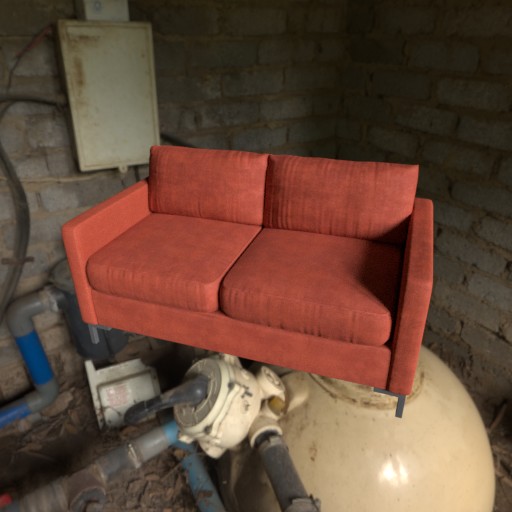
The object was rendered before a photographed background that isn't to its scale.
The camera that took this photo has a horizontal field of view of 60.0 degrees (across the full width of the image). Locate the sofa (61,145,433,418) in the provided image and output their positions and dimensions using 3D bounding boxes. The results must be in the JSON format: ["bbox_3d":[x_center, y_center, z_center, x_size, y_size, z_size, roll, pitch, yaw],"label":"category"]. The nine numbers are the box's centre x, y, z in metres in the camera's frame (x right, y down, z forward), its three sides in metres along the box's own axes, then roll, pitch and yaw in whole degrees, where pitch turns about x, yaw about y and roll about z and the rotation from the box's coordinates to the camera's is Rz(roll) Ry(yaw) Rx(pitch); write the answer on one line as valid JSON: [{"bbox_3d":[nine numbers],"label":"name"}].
[{"bbox_3d":[0.000,0.000,2.171,1.574,0.896,0.864,9,29,17],"label":"sofa"}]
